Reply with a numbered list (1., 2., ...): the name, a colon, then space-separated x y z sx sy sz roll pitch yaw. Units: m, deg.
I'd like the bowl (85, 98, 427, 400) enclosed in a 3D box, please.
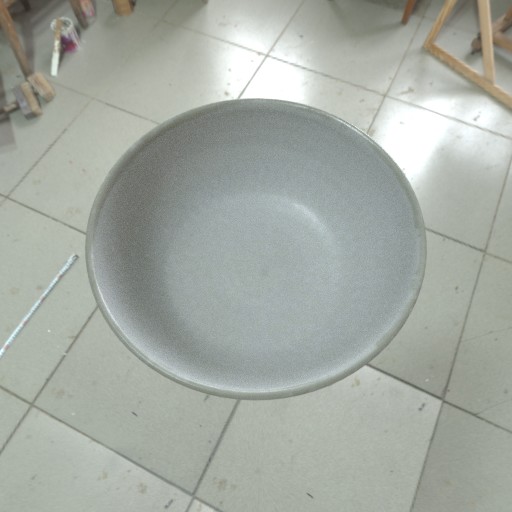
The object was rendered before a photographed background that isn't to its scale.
1. bowl: 0.000 0.000 0.404 0.268 0.121 0.268 0 64 0
